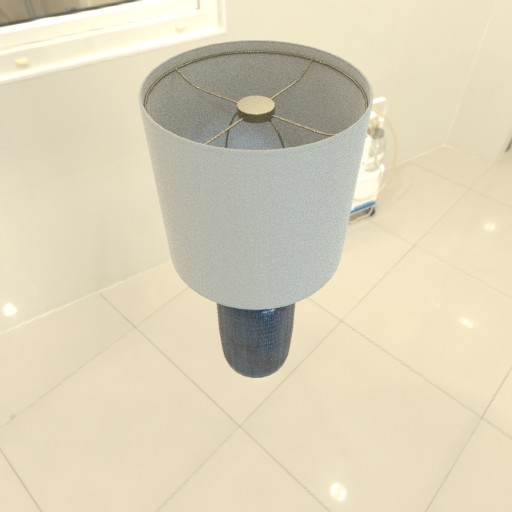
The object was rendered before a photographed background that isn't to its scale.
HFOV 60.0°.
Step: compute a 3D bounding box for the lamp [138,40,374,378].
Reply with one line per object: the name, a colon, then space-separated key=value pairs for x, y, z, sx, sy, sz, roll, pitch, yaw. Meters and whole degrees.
lamp: x=0.000 y=0.000 z=0.595 sx=0.220 sy=0.475 sz=0.220 roll=-32 pitch=54 yaw=-26
